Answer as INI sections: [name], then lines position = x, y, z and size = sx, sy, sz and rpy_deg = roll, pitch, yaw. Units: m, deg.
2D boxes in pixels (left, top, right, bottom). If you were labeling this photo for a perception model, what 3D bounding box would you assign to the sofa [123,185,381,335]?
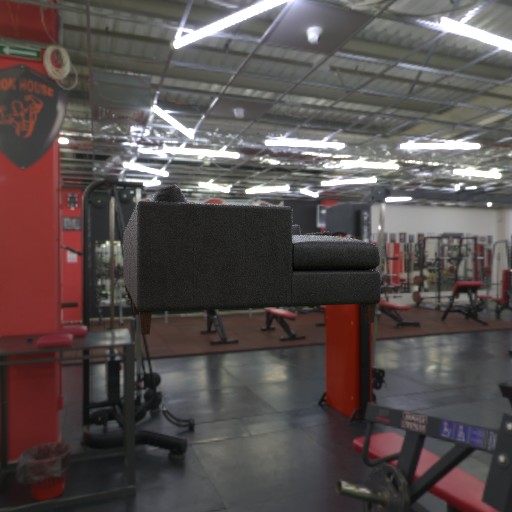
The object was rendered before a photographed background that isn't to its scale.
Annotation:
[sofa]
position = 0.000, 0.000, 4.391
size = 2.452, 0.891, 3.324
rpy_deg = 0, 0, -18
